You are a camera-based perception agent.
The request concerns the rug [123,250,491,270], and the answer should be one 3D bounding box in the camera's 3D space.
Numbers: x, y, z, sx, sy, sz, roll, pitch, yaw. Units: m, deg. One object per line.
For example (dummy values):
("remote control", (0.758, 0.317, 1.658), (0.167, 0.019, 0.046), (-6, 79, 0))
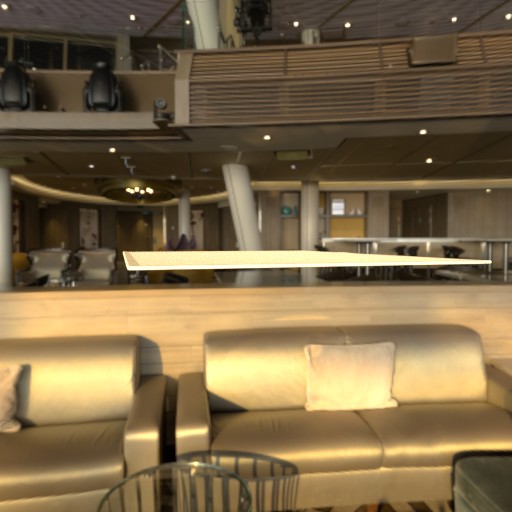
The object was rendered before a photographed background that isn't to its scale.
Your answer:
("rug", (0.000, 0.000, 4.794), (2.734, 0.037, 3.659), (-1, 2, -17))
